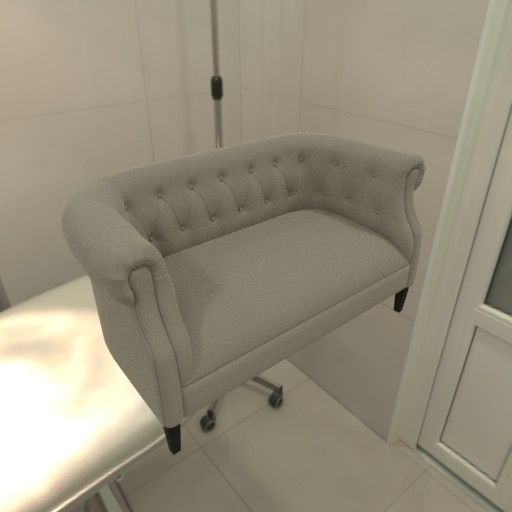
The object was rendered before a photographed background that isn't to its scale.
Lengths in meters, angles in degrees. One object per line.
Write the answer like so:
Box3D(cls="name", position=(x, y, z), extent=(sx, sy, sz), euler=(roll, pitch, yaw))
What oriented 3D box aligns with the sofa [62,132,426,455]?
Box3D(cls="sofa", position=(0.000, 0.000, 2.024), extent=(1.558, 0.827, 0.835), euler=(-22, 37, -32))
